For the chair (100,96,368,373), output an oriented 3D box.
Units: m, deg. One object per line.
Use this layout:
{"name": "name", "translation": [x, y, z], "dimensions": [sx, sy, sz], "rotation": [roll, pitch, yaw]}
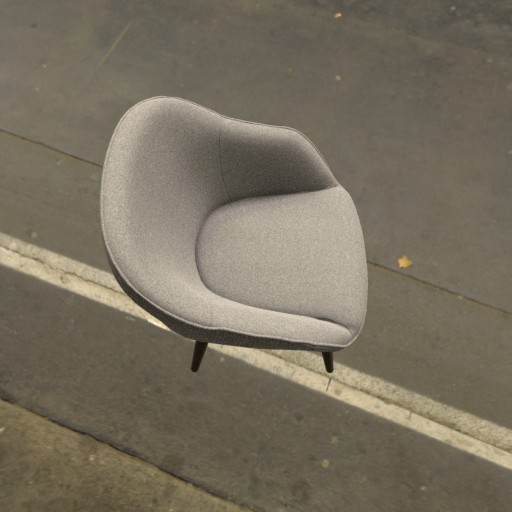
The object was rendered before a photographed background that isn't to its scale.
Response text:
{"name": "chair", "translation": [0.000, 0.000, 1.232], "dimensions": [0.611, 0.810, 0.589], "rotation": [0, 65, 0]}
